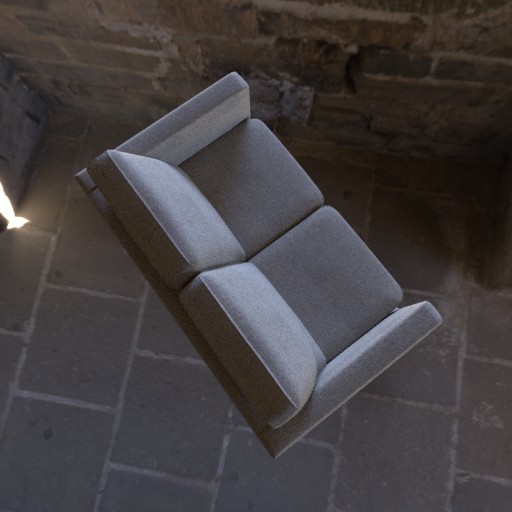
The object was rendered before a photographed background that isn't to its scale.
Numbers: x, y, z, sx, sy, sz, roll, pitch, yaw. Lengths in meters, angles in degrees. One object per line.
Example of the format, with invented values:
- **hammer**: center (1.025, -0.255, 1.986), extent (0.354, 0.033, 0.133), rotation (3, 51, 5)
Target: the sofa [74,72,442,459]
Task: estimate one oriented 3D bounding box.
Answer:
- **sofa**: center (0.000, 0.000, 2.224), extent (0.969, 0.973, 1.527), rotation (-36, 80, -7)
